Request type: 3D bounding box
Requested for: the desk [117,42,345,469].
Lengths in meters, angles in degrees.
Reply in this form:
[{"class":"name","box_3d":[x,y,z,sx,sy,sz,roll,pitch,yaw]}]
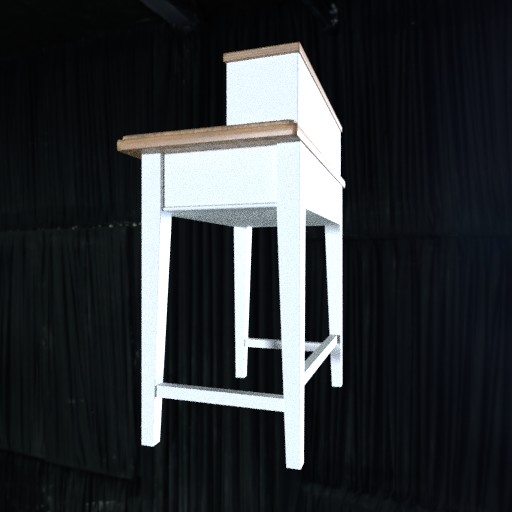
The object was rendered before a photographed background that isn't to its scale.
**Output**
[{"class":"desk","box_3d":[0.000,0.000,1.426,0.462,0.981,0.814,0,0,19]}]
